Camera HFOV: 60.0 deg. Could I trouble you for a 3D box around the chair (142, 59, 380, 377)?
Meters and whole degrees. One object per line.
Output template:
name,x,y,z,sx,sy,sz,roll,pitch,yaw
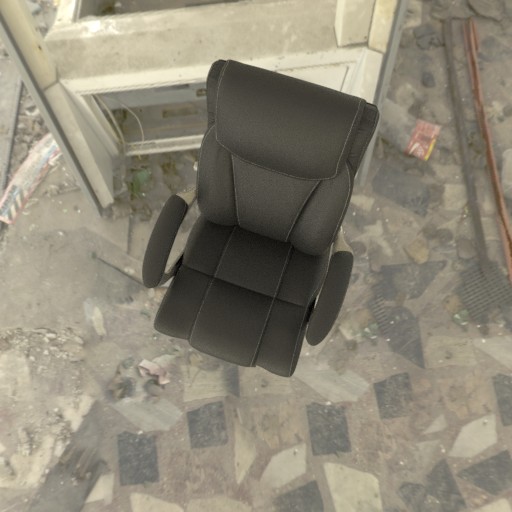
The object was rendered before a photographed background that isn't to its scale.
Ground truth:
chair,0.000,0.000,1.649,0.741,1.167,0.784,19,75,5
